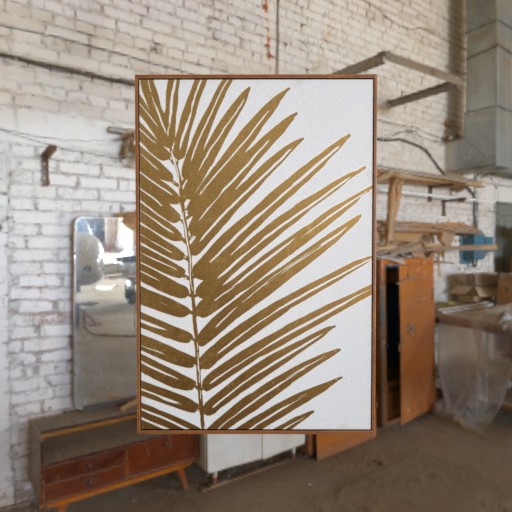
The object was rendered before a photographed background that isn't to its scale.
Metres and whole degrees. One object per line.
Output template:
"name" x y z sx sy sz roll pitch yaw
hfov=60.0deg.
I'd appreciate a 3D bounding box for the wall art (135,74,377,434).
"wall art" 0.000 0.000 1.144 0.610 0.914 0.037 0 1 0
